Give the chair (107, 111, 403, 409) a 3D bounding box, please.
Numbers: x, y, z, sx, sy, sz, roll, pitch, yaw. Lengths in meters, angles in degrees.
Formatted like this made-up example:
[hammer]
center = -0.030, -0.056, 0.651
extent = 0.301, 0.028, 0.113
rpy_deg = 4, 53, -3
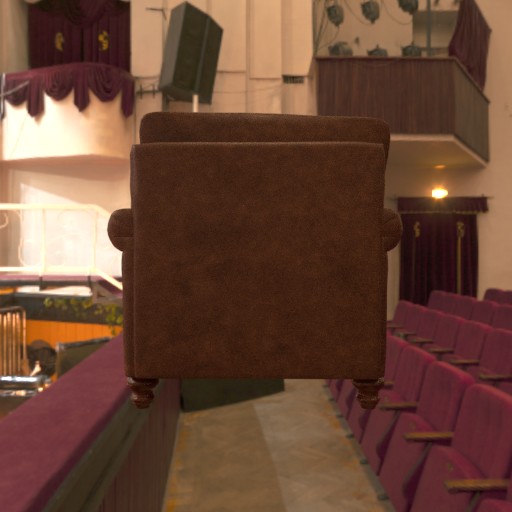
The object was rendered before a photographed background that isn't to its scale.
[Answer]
[chair]
center = 0.000, 0.000, 1.832
extent = 0.996, 0.976, 1.002
rpy_deg = 0, 0, 1
